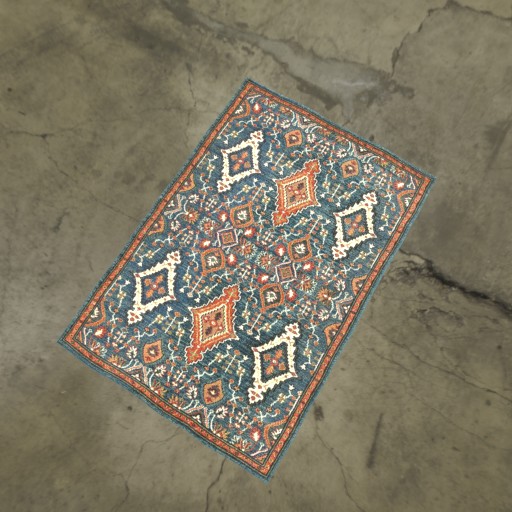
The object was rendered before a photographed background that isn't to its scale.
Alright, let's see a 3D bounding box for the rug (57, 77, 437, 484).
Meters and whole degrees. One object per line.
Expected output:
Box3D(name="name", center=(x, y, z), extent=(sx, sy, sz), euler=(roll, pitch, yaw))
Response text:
Box3D(name="rug", center=(0.000, 0.000, 3.028), extent=(1.622, 0.009, 2.373), euler=(31, 77, 8))
